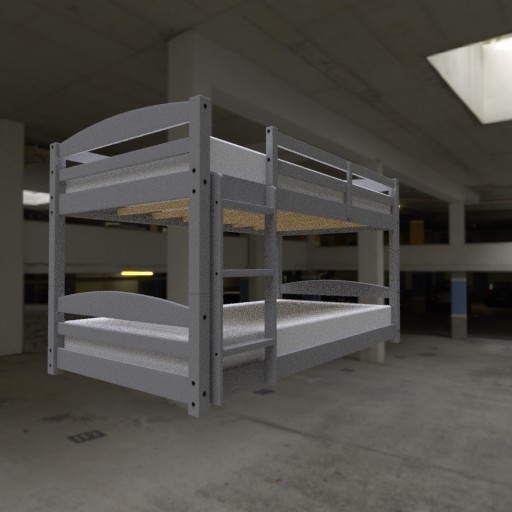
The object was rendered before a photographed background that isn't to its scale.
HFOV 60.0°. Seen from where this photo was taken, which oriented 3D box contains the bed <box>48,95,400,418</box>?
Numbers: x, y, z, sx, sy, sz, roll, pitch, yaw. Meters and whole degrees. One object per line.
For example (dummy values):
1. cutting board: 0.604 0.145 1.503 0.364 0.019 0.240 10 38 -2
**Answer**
1. bed: 0.000 0.000 2.705 1.105 1.206 2.013 -1 -2 38
